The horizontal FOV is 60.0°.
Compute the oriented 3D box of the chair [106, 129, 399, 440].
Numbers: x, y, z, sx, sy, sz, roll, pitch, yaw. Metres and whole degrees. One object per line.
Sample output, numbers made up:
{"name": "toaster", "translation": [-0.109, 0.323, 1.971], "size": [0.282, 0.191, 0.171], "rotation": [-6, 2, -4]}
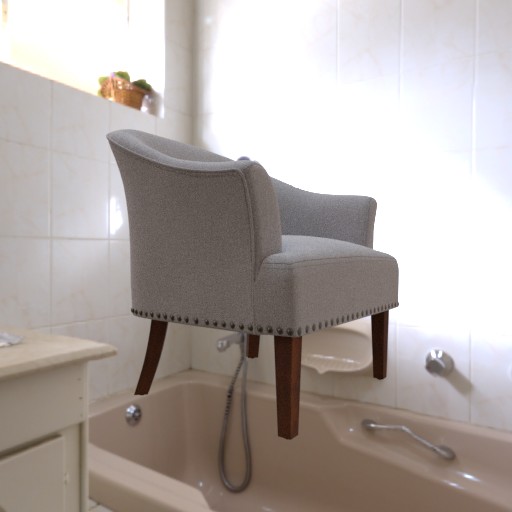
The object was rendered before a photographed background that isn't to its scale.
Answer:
{"name": "chair", "translation": [0.000, 0.000, 1.407], "size": [0.704, 0.815, 0.798], "rotation": [0, 0, 36]}
